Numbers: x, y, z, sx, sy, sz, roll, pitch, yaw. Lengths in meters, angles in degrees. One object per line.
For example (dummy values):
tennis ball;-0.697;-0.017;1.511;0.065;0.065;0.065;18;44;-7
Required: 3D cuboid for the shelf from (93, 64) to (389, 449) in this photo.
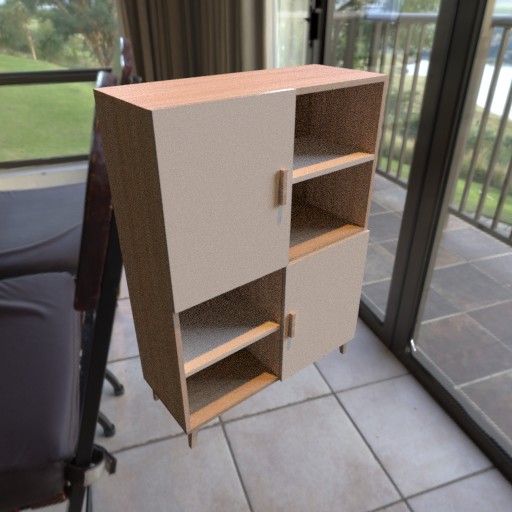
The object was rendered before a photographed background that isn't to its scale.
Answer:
shelf;0.000;0.000;1.894;0.995;1.405;0.434;-21;36;-32
